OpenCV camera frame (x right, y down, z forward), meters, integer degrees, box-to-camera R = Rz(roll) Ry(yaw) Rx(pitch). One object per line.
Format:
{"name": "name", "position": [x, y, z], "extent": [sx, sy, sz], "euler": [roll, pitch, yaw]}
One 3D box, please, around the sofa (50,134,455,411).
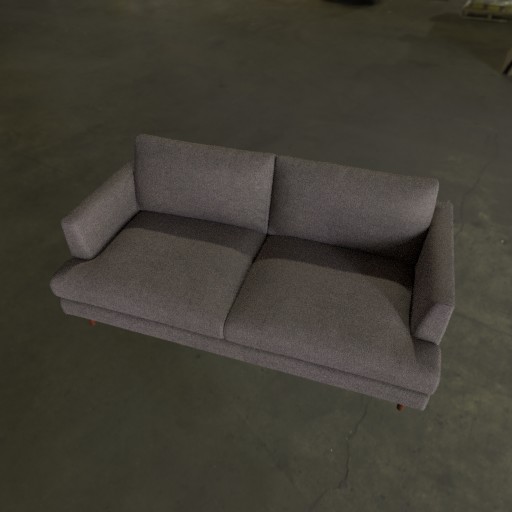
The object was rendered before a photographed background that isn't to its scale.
{"name": "sofa", "position": [0.000, 0.000, 2.415], "extent": [1.948, 0.868, 1.020], "euler": [12, 42, 14]}
